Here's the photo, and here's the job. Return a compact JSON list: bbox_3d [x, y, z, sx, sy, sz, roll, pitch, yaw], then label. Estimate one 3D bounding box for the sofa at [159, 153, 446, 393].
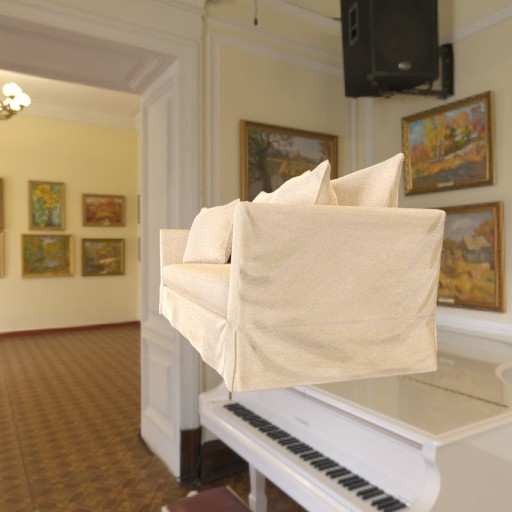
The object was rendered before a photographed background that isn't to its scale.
[{"bbox_3d":[0.000,0.000,3.009,1.030,1.042,2.484,0,1,-19],"label":"sofa"}]
